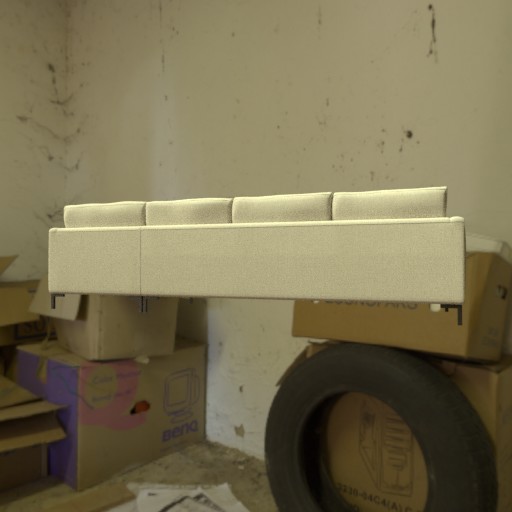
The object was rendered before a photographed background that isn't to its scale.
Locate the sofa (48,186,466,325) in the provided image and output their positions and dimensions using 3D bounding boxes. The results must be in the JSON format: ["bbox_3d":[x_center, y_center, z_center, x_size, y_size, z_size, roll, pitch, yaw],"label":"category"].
[{"bbox_3d":[0.000,0.000,2.960,2.445,0.677,1.126,0,-1,18],"label":"sofa"}]
